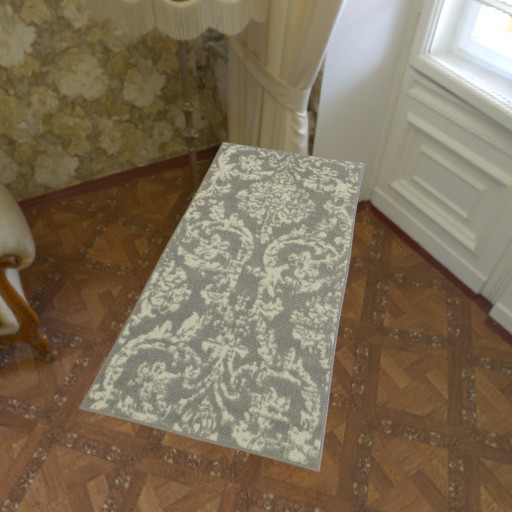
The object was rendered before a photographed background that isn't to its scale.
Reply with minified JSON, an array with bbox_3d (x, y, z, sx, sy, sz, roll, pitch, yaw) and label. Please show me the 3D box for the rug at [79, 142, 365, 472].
[{"bbox_3d":[0.000,0.000,1.452,0.604,0.007,1.219,11,48,10],"label":"rug"}]
